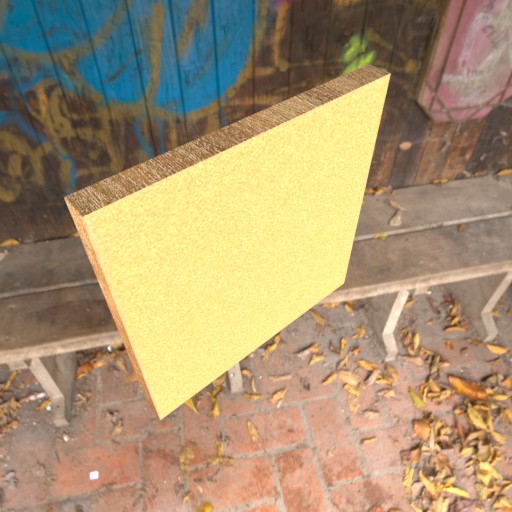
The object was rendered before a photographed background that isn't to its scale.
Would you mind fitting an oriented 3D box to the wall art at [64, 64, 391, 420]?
[{"bbox_3d":[0.000,0.000,0.610,0.406,0.403,0.039,-32,55,-26],"label":"wall art"}]
